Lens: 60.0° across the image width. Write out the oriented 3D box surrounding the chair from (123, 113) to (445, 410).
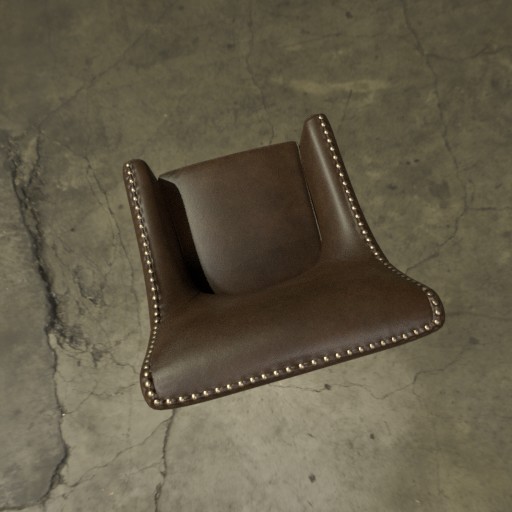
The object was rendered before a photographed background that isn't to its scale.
[{"bbox_3d":[0.000,0.000,1.326,0.639,0.813,0.704,-15,76,-4],"label":"chair"}]
